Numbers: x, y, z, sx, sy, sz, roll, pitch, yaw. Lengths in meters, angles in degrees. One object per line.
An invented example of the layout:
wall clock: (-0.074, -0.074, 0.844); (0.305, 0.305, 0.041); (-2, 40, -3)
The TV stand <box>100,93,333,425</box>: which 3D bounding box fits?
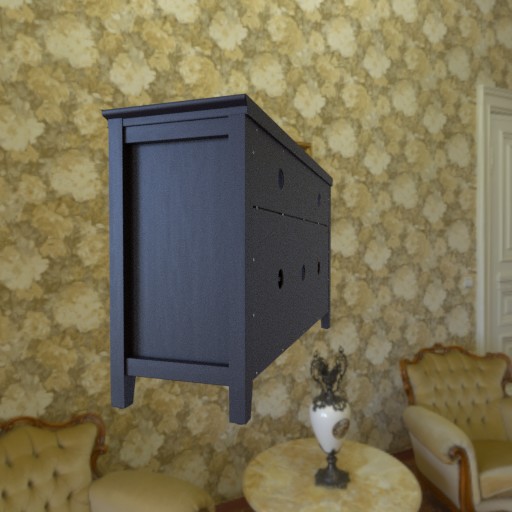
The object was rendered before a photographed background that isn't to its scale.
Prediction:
TV stand: (0.000, 0.000, 1.511); (0.347, 0.681, 1.198); (0, 1, 18)
